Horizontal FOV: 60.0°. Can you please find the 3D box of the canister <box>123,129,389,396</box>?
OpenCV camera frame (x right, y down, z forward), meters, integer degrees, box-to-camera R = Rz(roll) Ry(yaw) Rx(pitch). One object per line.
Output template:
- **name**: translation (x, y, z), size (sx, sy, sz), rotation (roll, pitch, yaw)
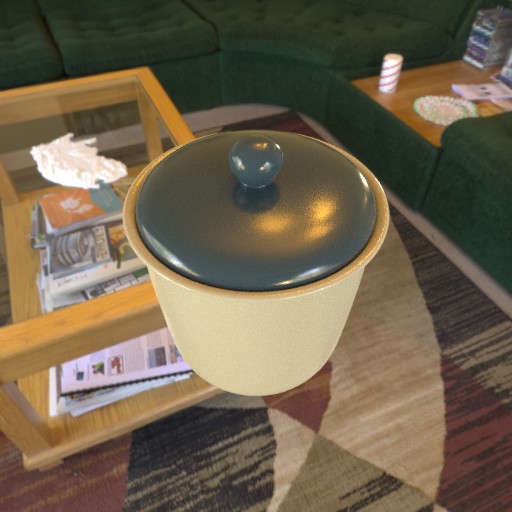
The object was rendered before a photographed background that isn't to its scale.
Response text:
- **canister**: translation (0.000, 0.000, 0.350), size (0.182, 0.208, 0.182), rotation (0, 46, 0)
